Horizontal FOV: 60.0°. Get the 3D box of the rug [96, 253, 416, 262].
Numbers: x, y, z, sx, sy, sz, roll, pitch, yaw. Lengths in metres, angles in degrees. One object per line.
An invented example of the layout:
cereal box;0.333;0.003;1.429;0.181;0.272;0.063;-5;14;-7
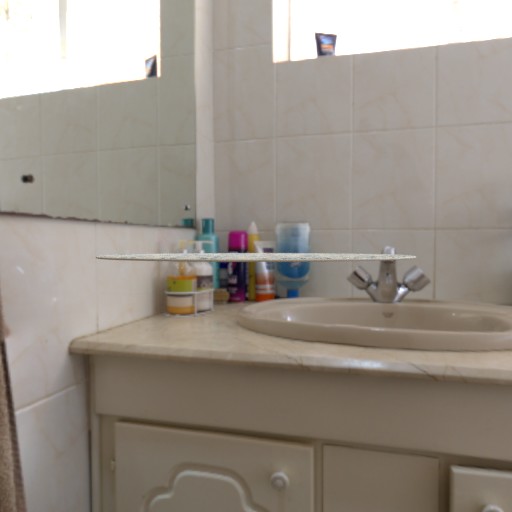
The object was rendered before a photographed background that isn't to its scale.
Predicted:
rug;0.000;0.000;2.340;1.593;0.012;1.593;0;1;0
